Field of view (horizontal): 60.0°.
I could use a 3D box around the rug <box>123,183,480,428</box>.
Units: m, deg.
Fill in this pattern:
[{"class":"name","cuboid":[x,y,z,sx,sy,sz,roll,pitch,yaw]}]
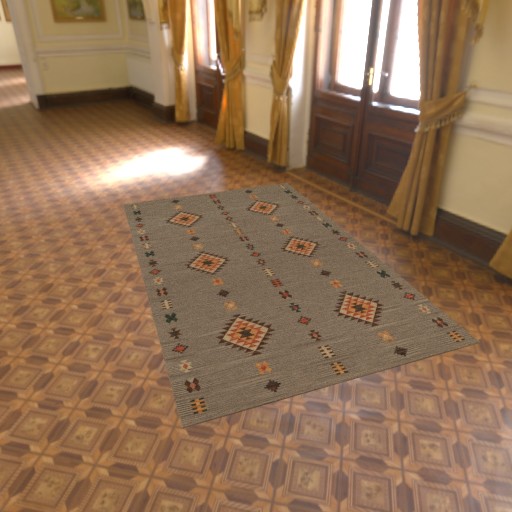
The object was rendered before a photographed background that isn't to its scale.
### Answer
[{"class":"rug","cuboid":[0.000,0.000,2.995,1.515,0.007,2.427,-10,31,-17]}]
